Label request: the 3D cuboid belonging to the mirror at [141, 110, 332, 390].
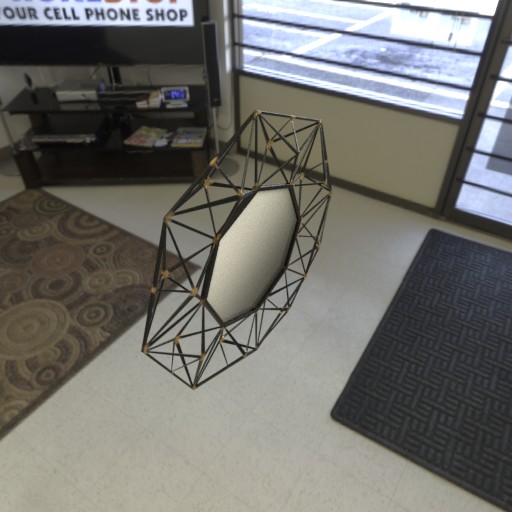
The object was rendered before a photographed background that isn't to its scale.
[{"bbox_3d":[0.000,0.000,1.055,0.094,0.710,0.710,26,47,28],"label":"mirror"}]
